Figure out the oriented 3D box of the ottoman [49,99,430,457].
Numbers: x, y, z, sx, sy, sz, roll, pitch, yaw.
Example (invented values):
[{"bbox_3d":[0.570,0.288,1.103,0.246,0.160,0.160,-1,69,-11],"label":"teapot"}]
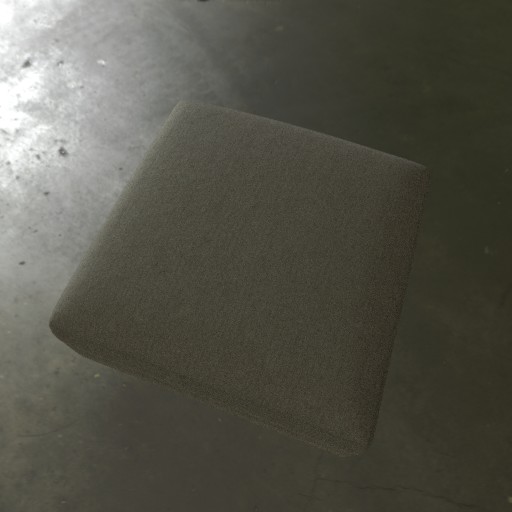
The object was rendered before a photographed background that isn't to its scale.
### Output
[{"bbox_3d":[0.000,0.000,1.587,1.041,0.470,1.041,18,65,9],"label":"ottoman"}]
